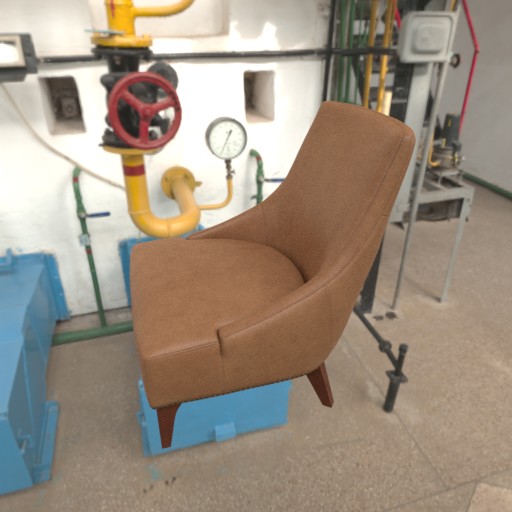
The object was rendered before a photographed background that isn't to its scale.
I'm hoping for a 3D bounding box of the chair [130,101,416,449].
[{"bbox_3d":[0.000,0.000,1.517,0.861,0.909,0.701,-8,30,-14],"label":"chair"}]
